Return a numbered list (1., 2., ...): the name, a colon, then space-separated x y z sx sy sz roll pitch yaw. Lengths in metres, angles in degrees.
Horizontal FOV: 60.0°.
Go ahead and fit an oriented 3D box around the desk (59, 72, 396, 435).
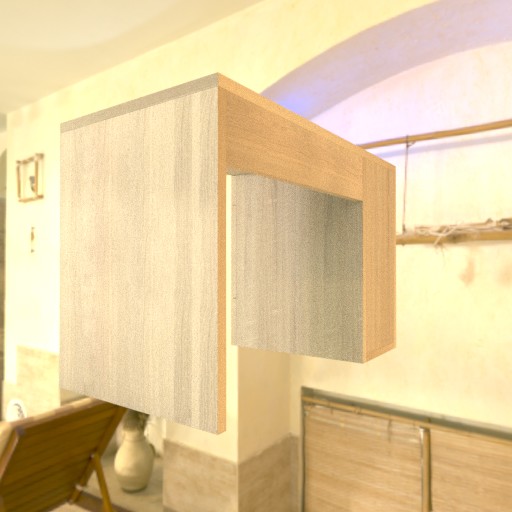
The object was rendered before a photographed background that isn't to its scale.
1. desk: 0.000 0.000 1.514 0.600 0.731 1.100 0 -1 36
